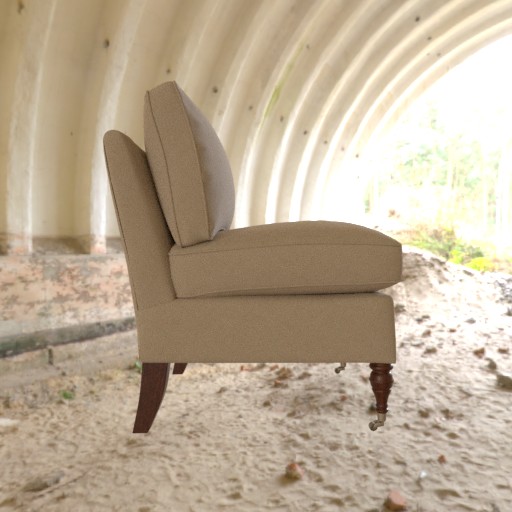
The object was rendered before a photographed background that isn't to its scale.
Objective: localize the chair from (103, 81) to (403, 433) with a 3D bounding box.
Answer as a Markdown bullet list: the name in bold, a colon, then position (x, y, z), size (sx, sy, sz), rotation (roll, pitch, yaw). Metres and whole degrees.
- **chair**: position (0.000, 0.000, 1.648), size (0.912, 1.052, 0.724), rotation (0, 1, 0)
